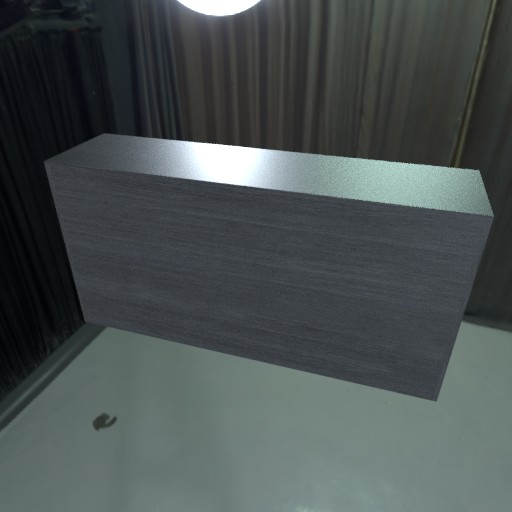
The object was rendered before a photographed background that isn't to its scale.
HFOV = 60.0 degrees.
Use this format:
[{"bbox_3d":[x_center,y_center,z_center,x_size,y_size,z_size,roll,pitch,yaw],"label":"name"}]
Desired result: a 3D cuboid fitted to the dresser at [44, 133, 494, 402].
[{"bbox_3d":[0.000,0.000,1.873,1.590,0.795,0.400,9,33,15],"label":"dresser"}]
